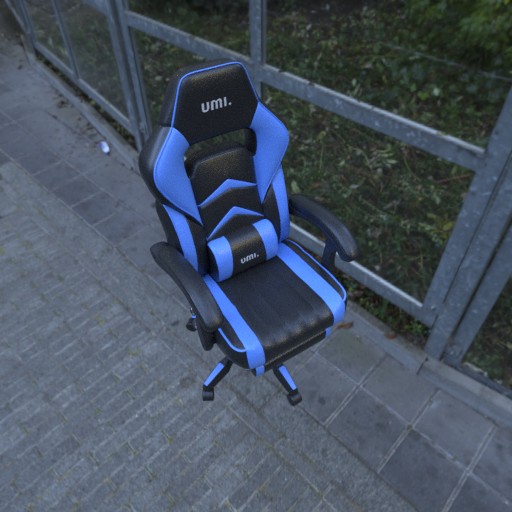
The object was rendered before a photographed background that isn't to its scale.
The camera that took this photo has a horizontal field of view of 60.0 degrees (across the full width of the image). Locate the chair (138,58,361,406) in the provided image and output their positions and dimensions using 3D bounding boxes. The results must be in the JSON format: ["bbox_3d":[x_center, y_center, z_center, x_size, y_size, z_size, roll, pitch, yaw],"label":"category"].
[{"bbox_3d":[0.000,0.000,1.718,0.700,1.280,0.700,-24,50,-22],"label":"chair"}]
